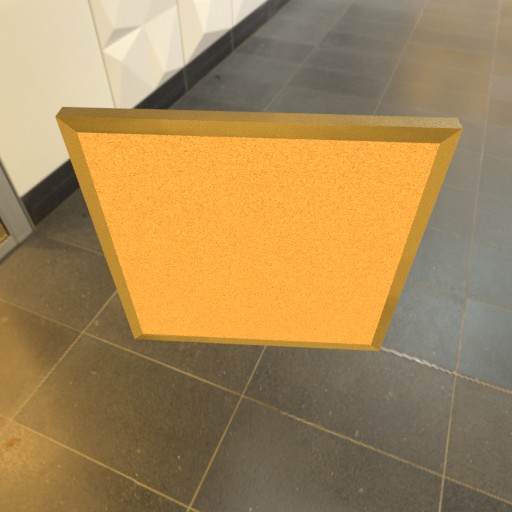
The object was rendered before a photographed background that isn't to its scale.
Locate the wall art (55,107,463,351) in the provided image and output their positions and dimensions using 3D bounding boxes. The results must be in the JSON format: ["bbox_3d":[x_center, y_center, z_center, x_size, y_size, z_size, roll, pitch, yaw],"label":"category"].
[{"bbox_3d":[0.000,0.000,1.116,0.762,0.762,0.038,2,46,2],"label":"wall art"}]
